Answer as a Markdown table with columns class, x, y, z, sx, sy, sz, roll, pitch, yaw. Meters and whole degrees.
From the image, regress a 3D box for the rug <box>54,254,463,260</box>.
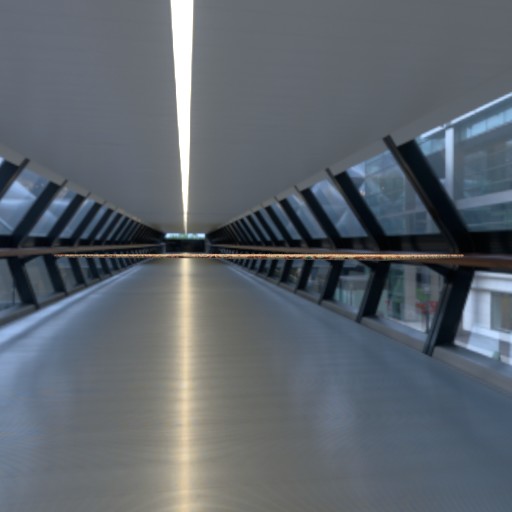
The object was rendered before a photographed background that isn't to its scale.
| class | x | y | z | sx | sy | sz | roll | pitch | yaw |
| --- | --- | --- | --- | --- | --- | --- | --- | --- | --- |
| rug | 0.000 | 0.000 | 2.387 | 1.838 | 0.013 | 1.226 | 0 | 0 | 35 |
